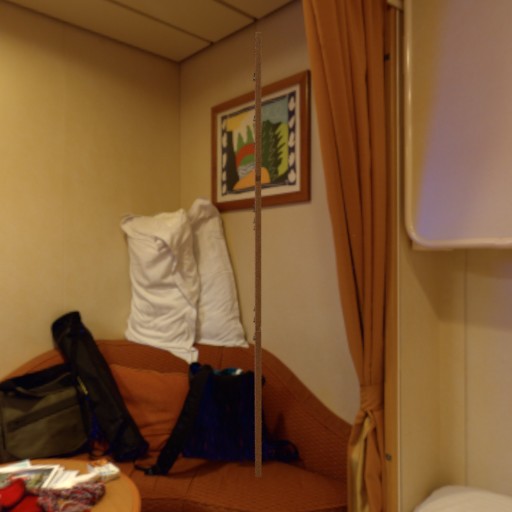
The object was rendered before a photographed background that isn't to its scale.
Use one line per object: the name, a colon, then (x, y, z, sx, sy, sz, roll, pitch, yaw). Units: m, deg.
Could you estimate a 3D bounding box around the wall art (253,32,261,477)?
wall art: (0.000, 0.000, 1.366, 0.018, 0.913, 0.915, 0, -1, 0)
